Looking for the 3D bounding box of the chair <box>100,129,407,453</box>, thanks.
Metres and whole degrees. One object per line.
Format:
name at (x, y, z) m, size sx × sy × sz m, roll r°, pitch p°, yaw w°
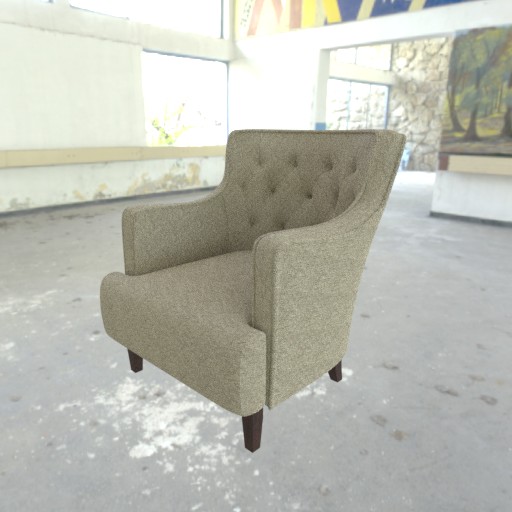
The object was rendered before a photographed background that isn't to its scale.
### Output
chair at (0.000, 0.000, 1.689) m, size 0.820 × 0.920 × 0.910 m, roll 15°, pitch 22°, yaw 42°
